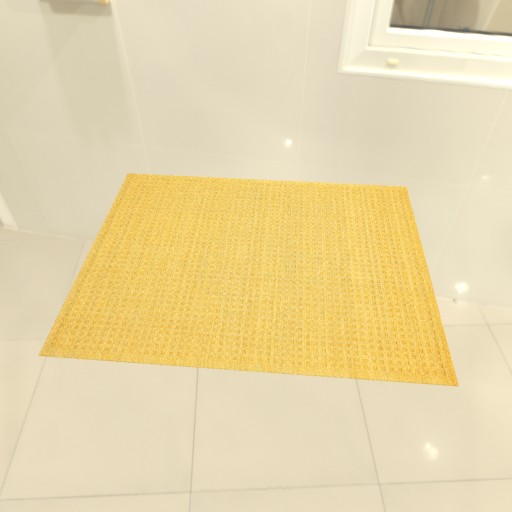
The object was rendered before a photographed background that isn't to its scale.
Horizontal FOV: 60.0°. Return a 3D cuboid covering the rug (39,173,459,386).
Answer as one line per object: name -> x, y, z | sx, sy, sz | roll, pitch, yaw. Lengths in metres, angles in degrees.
rug -> 0.000, 0.000, 4.279 | 3.242, 0.015, 2.486 | 3, 45, 3
